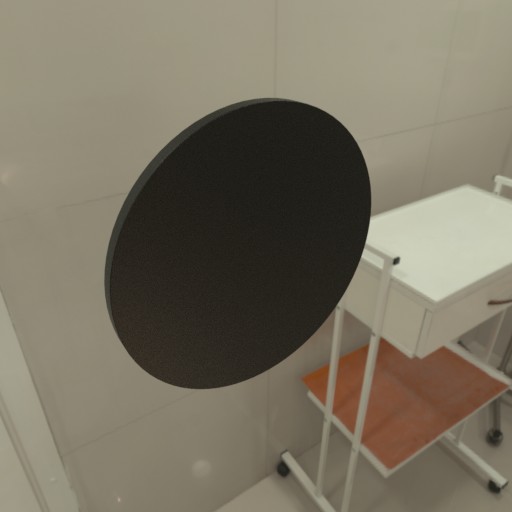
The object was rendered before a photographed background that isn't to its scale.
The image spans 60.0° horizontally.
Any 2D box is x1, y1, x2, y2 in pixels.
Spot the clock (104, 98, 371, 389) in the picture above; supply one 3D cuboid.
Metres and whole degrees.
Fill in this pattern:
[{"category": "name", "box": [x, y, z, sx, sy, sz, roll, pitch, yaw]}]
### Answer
[{"category": "clock", "box": [0.000, 0.000, 0.668, 0.454, 0.454, 0.038, -19, 35, -30]}]
